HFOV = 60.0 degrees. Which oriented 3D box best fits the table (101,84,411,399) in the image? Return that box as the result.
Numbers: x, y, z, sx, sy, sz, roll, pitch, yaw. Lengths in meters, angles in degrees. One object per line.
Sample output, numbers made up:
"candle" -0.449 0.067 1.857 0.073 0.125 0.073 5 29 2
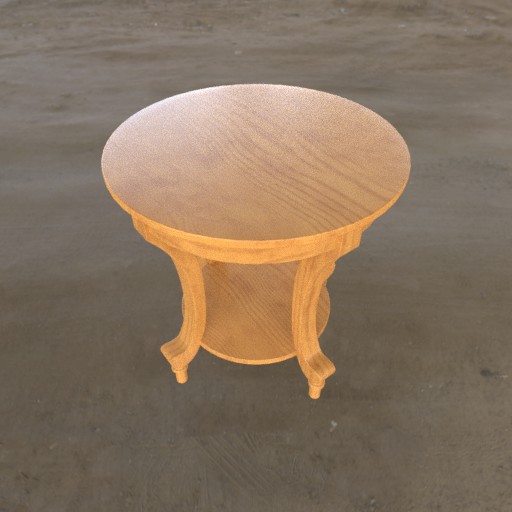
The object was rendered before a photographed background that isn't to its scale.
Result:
"table" 0.000 0.000 1.087 0.597 0.612 0.597 0 43 0
